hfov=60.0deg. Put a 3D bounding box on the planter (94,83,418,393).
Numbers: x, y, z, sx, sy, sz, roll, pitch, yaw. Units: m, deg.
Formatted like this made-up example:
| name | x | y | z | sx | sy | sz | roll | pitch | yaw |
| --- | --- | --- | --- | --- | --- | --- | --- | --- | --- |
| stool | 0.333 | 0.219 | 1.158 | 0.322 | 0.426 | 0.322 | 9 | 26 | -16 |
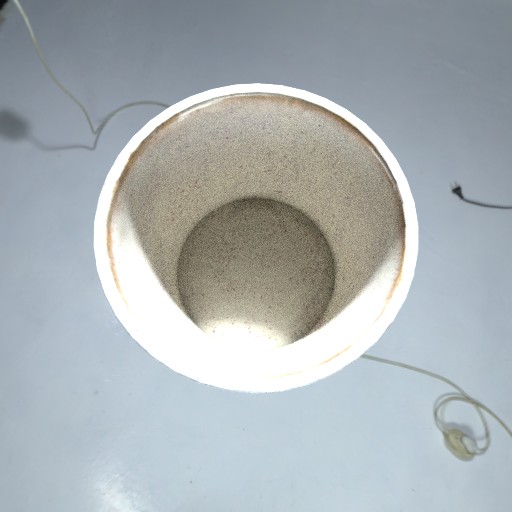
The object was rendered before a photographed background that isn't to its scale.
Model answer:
| name | x | y | z | sx | sy | sz | roll | pitch | yaw |
| --- | --- | --- | --- | --- | --- | --- | --- | --- | --- |
| planter | 0.000 | 0.000 | 0.323 | 0.186 | 0.144 | 0.186 | 0 | 75 | 0 |
